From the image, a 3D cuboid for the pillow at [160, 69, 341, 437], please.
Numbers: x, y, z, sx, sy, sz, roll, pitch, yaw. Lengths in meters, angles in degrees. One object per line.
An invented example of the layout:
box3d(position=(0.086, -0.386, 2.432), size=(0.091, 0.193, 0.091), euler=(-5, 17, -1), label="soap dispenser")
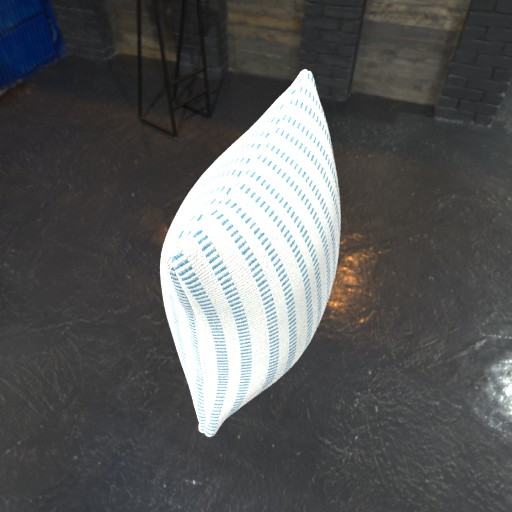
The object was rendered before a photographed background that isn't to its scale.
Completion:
box3d(position=(0.000, 0.000, 0.696), size=(0.247, 0.419, 0.438), euler=(16, 49, 15), label="pillow")
